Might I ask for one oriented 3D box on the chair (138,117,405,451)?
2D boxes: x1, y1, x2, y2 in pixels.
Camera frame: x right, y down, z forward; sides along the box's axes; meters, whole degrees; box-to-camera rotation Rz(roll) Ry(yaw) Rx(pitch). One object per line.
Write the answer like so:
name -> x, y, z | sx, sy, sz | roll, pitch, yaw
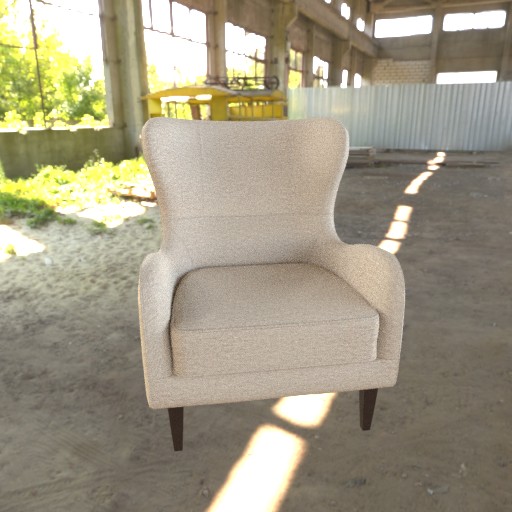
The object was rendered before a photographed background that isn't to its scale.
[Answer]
chair -> 0.000, 0.000, 1.770 | 0.861, 1.064, 0.984 | -3, 17, -9
